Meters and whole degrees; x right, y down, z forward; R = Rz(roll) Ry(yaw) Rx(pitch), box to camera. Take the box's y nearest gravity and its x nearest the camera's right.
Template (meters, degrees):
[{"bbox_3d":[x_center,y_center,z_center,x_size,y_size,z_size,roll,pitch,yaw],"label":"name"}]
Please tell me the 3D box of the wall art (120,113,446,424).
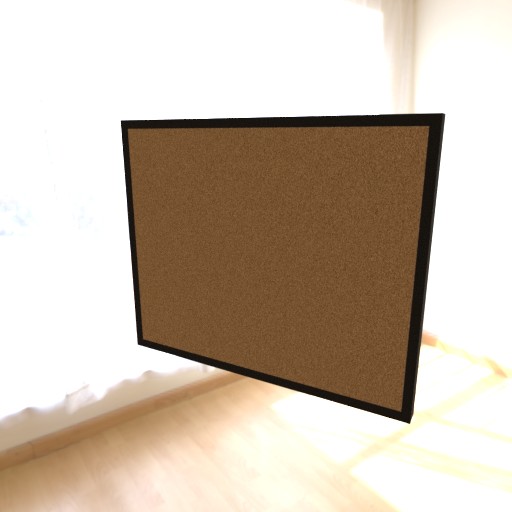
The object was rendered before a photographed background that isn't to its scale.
[{"bbox_3d":[0.000,0.000,0.760,0.554,0.454,0.030,8,17,28],"label":"wall art"}]
